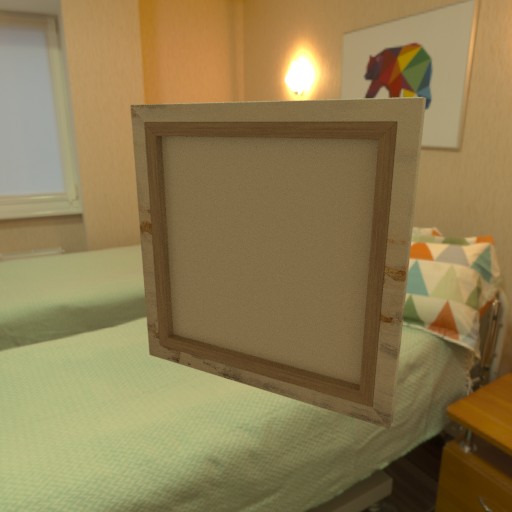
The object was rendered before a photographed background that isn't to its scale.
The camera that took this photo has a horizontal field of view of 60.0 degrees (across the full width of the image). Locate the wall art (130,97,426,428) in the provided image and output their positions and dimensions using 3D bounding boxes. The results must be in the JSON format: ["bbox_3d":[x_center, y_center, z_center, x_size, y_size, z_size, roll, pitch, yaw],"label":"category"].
[{"bbox_3d":[0.000,0.000,1.149,0.753,0.755,0.038,9,19,27],"label":"wall art"}]
